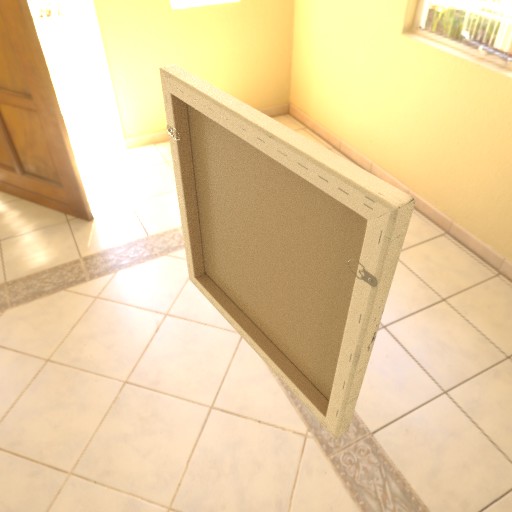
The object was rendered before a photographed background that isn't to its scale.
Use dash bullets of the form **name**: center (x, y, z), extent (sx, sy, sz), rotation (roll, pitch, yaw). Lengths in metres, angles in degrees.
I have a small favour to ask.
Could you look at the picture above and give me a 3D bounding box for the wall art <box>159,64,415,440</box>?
- **wall art**: center (0.000, 0.000, 0.928), extent (0.040, 0.611, 0.610), rotation (-27, 49, -27)
